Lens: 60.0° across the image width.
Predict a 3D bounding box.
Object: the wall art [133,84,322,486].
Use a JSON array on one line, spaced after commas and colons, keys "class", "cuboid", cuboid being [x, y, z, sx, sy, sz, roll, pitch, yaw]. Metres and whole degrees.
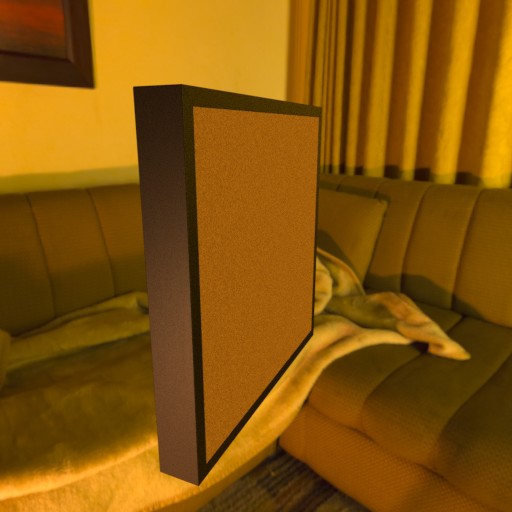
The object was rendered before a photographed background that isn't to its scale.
[{"class": "wall art", "cuboid": [0.000, 0.000, 0.456, 0.038, 0.304, 0.304, 7, 17, 24]}]
